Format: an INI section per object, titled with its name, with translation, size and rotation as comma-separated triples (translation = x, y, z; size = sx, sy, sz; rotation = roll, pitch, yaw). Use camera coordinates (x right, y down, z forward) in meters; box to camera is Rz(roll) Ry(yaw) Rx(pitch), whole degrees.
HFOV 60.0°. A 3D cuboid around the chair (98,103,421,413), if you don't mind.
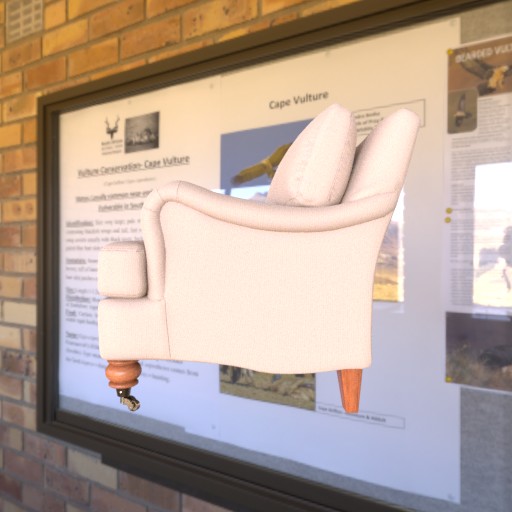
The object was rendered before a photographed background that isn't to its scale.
[chair]
translation = 0.000, 0.000, 1.859
size = 1.070, 1.038, 0.955
rotation = 0, 0, -1
